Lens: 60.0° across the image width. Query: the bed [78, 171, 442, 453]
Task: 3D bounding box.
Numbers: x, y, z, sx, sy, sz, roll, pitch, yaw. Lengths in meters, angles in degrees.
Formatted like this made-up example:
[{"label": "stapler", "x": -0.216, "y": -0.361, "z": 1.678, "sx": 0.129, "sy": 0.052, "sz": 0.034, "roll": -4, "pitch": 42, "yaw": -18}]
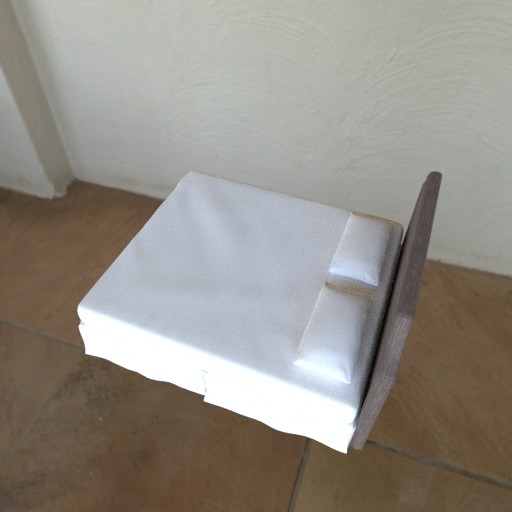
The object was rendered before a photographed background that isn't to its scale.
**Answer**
[{"label": "bed", "x": 0.000, "y": 0.000, "z": 4.185, "sx": 2.773, "sy": 1.590, "sz": 2.350, "roll": 17, "pitch": 49, "yaw": 15}]
